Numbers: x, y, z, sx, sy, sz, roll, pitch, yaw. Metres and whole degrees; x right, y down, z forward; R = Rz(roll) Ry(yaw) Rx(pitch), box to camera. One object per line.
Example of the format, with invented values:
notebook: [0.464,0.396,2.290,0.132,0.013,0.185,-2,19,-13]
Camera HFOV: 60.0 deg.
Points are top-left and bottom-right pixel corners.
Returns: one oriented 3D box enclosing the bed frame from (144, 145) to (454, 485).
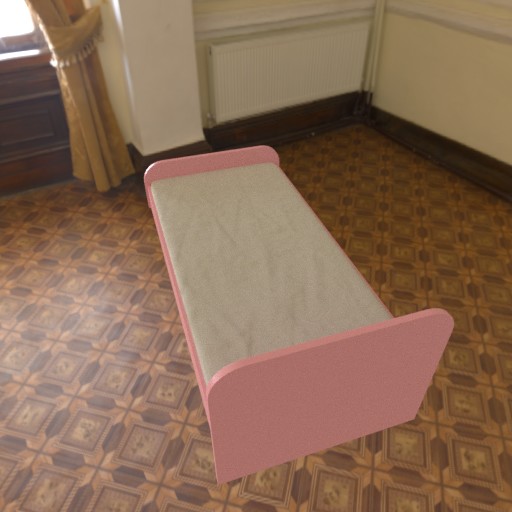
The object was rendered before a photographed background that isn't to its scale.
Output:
bed frame: [0.000,0.000,2.525,0.998,0.805,1.963,-12,41,-14]
